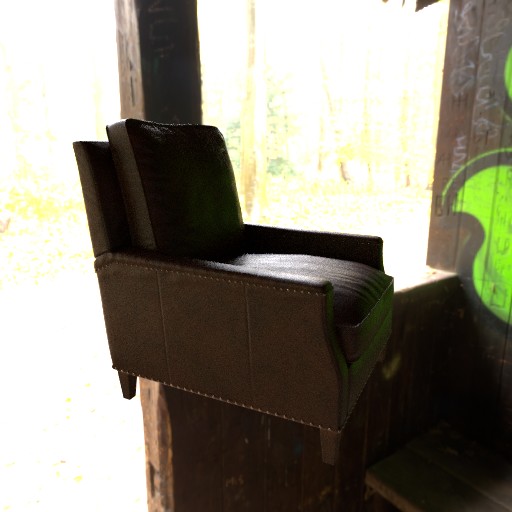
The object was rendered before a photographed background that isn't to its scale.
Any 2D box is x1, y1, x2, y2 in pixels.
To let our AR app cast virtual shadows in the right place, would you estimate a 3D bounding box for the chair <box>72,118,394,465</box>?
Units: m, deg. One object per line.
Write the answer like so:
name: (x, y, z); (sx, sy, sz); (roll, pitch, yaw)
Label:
chair: (0.000, 0.000, 1.792); (1.035, 1.054, 0.854); (7, 15, 26)
